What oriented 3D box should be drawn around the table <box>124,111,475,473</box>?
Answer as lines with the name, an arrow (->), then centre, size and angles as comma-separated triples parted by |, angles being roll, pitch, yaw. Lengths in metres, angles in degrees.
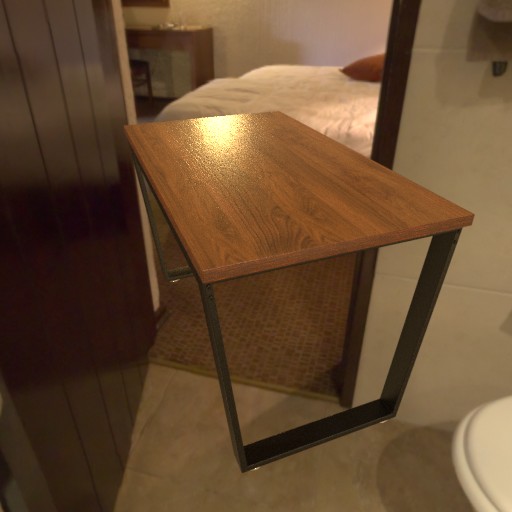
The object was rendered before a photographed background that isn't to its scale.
table -> 0.000, 0.000, 1.682 | 0.714, 0.760, 1.205 | -12, 33, -18
